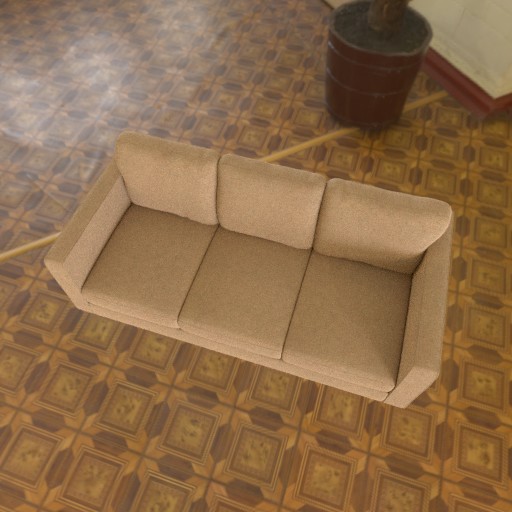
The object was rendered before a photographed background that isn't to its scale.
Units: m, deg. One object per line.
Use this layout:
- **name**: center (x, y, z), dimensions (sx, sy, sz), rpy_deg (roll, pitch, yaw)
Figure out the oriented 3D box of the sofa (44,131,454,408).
- **sofa**: center (0.000, 0.000, 2.344), dimensions (1.855, 0.800, 0.930), rpy_deg (15, 58, 9)
